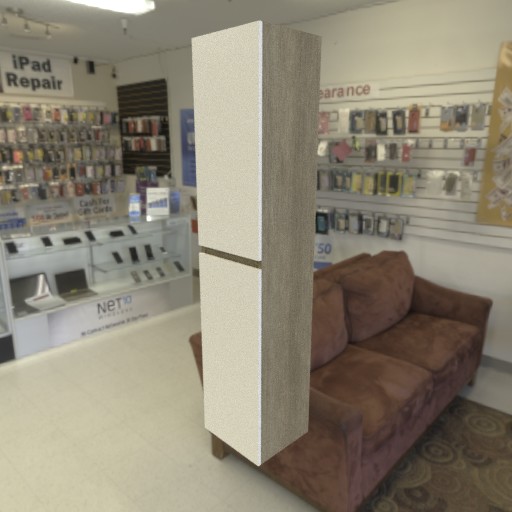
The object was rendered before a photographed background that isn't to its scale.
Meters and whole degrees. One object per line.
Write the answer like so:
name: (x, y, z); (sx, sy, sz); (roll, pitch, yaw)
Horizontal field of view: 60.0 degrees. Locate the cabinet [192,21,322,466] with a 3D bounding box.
cabinet: (0.000, 0.000, 1.550); (0.270, 1.400, 0.300); (-14, 20, -43)
